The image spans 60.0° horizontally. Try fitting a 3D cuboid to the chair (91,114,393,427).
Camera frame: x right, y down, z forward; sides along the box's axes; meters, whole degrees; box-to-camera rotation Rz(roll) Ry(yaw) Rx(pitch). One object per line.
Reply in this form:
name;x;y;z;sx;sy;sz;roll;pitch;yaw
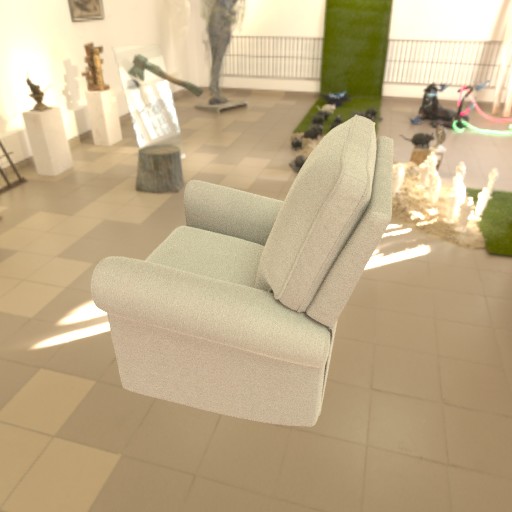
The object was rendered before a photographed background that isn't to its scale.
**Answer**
chair;0.000;0.000;1.664;0.878;0.960;0.890;8;32;13
